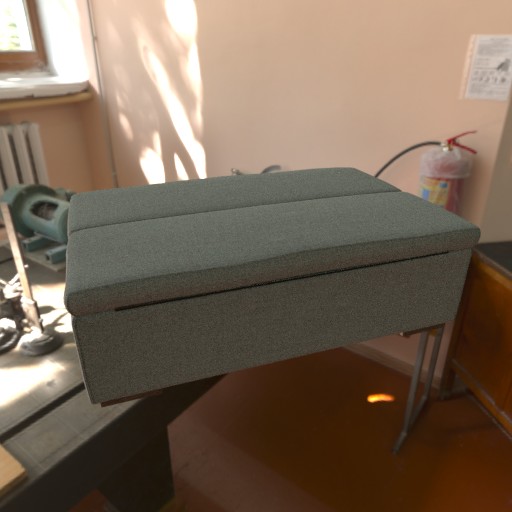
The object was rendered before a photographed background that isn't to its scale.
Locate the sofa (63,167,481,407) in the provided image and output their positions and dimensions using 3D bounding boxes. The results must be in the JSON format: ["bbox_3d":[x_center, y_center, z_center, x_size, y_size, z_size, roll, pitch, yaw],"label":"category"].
[{"bbox_3d":[0.000,0.000,1.636,1.250,0.434,0.817,-9,27,-17],"label":"sofa"}]
